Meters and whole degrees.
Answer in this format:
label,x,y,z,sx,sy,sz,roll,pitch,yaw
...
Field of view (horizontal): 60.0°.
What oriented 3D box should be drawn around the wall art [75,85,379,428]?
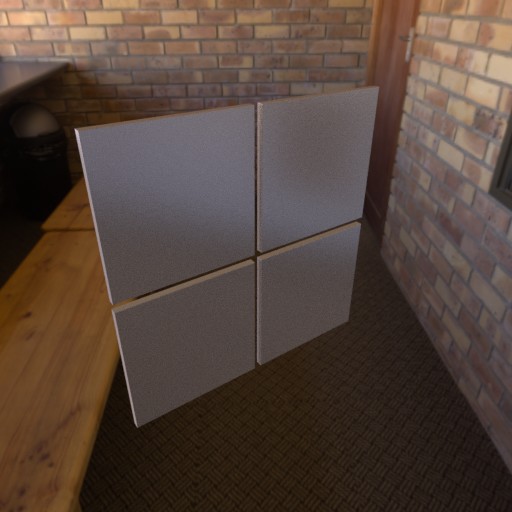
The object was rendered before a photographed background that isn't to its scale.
label,x,y,z,sx,sy,sz,roll,pitch,yaw
wall art,0.000,0.000,1.687,1.118,1.118,0.029,-20,35,-30
